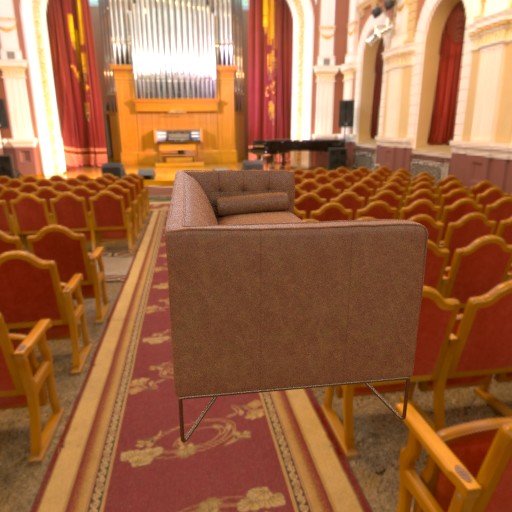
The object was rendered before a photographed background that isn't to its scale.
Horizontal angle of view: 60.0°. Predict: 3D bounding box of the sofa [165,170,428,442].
[{"bbox_3d":[0.000,0.000,2.534,0.912,0.798,2.079,-2,16,-9],"label":"sofa"}]
